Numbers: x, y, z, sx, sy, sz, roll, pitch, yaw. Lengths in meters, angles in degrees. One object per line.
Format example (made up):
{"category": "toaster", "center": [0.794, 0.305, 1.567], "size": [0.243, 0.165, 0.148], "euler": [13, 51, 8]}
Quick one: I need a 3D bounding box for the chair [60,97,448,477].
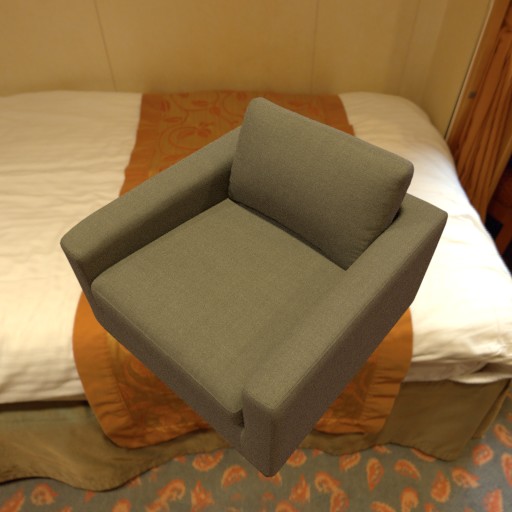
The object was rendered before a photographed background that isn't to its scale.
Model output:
{"category": "chair", "center": [0.000, 0.000, 1.810], "size": [1.070, 0.847, 1.100], "euler": [32, 54, 27]}
